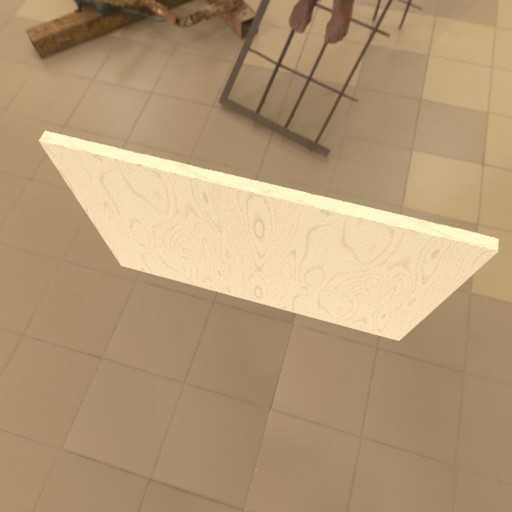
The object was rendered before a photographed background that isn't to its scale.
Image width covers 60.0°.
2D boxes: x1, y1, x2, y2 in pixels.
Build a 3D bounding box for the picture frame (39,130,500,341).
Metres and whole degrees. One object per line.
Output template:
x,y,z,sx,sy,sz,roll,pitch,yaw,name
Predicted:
0.000,0.000,1.178,0.950,0.640,0.029,14,65,7,picture frame
